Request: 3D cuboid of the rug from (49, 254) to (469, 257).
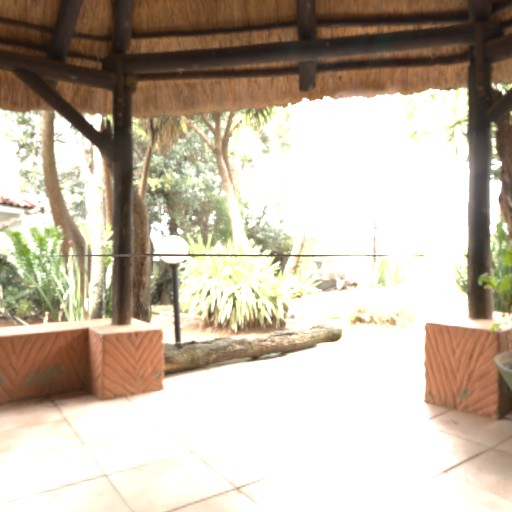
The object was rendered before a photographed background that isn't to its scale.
[{"bbox_3d":[0.000,0.000,4.229,3.200,0.007,2.443,0,0,-36],"label":"rug"}]
